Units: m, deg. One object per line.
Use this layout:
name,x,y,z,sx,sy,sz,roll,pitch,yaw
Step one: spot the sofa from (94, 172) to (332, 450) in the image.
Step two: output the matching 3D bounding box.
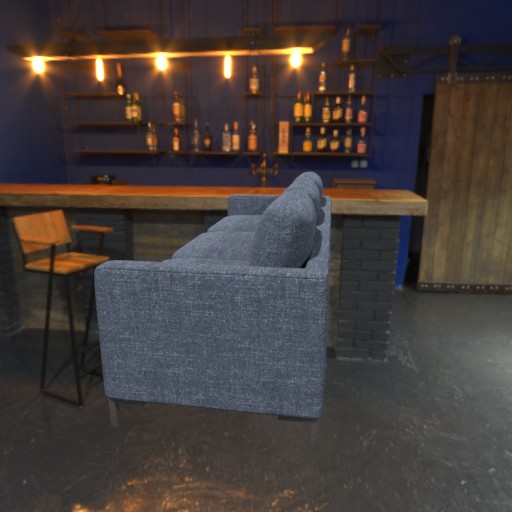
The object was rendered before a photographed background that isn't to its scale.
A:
sofa,0.000,0.000,2.620,0.859,0.874,2.218,2,15,9
